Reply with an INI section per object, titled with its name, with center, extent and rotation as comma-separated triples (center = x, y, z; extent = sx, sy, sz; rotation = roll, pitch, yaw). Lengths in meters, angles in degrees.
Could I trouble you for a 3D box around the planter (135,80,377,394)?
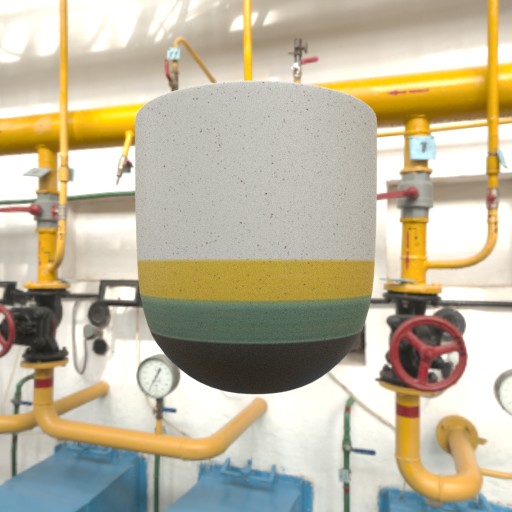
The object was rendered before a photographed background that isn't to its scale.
[planter]
center = 0.000, 0.000, 0.368
extent = 0.195, 0.214, 0.195
rotation = 0, -1, 0
